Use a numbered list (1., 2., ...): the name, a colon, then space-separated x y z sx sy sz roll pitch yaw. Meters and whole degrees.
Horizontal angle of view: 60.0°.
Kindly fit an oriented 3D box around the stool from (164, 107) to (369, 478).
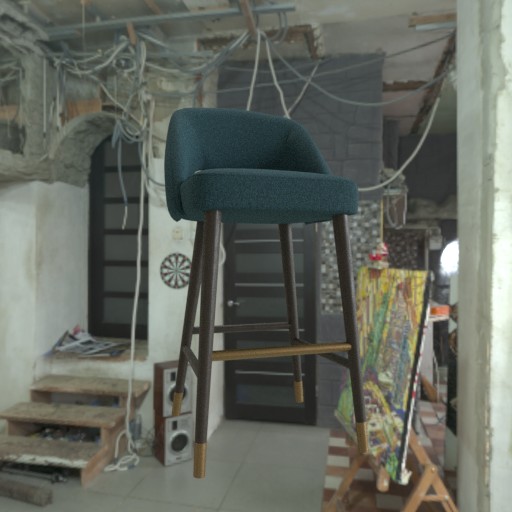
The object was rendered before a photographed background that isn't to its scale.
1. stool: 0.000 0.000 1.338 0.536 1.032 0.522 0 0 -18
